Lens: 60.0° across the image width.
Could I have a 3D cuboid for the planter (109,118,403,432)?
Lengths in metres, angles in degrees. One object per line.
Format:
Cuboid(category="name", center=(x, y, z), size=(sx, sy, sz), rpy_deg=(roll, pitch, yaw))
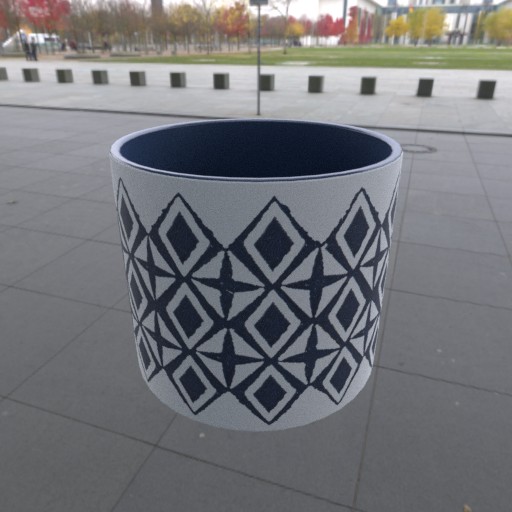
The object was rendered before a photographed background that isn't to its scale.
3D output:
Cuboid(category="planter", center=(0.000, 0.000, 0.393), size=(0.224, 0.203, 0.224), rpy_deg=(0, 26, 0))
